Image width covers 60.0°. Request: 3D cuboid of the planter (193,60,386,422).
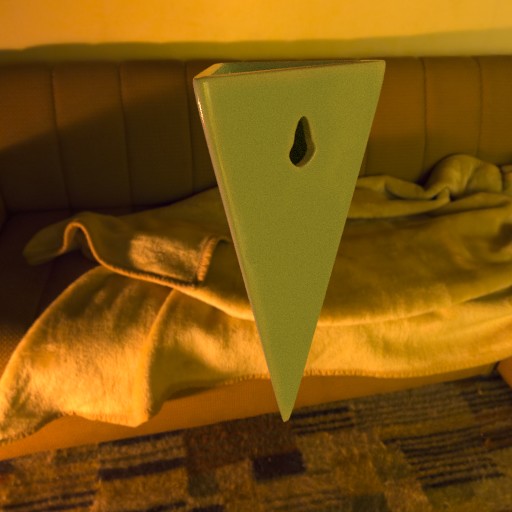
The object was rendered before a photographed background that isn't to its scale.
[{"bbox_3d":[0.000,0.000,0.217,0.080,0.178,0.064,-18,35,-27],"label":"planter"}]
